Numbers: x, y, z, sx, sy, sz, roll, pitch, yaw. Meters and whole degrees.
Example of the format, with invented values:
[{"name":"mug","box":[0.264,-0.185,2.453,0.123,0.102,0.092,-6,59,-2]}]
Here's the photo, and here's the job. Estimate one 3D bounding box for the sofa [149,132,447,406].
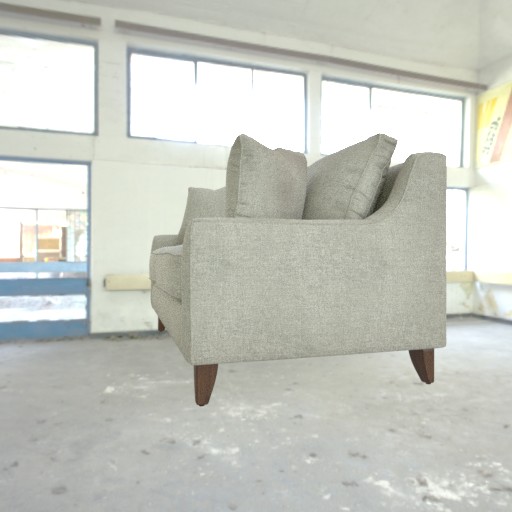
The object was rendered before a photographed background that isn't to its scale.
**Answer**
[{"name":"sofa","box":[0.000,0.000,2.012,0.915,0.863,1.422,0,0,-17]}]
